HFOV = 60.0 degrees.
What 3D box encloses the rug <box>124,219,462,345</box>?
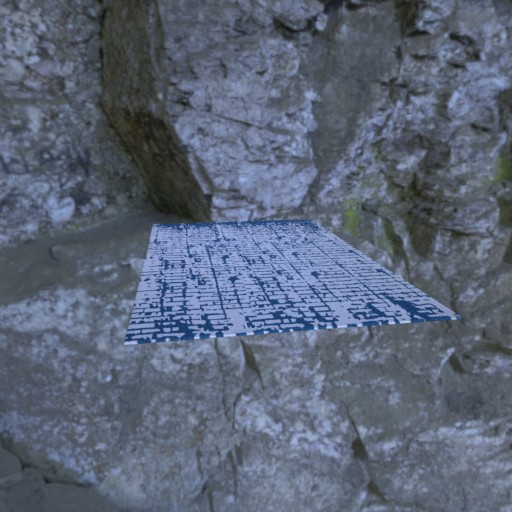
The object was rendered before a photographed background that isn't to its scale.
[{"bbox_3d":[0.000,0.000,3.079,1.517,0.011,2.435,-3,16,-10],"label":"rug"}]
